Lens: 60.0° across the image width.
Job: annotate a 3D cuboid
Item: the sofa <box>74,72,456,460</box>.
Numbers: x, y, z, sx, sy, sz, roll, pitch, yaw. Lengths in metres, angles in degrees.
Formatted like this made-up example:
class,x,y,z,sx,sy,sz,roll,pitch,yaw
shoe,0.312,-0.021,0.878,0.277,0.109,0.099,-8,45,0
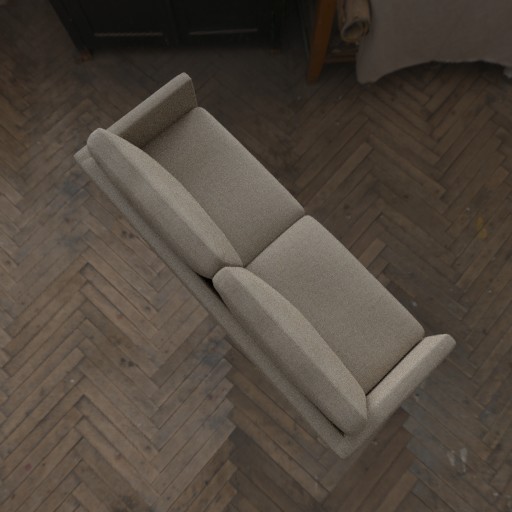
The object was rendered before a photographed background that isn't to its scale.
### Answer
class,x,y,z,sx,sy,sz,roll,pitch,yaw
sofa,0.000,0.000,2.903,0.951,0.965,2.434,-42,79,-10
